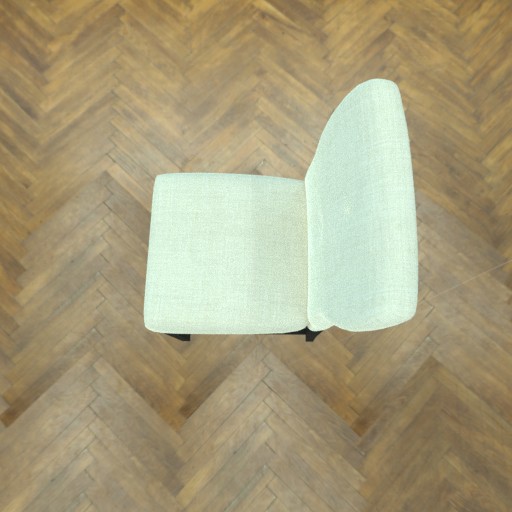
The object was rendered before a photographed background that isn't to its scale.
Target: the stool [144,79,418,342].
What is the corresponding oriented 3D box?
[{"bbox_3d":[0.000,0.000,1.298,0.603,0.972,0.514,1,74,0],"label":"stool"}]
